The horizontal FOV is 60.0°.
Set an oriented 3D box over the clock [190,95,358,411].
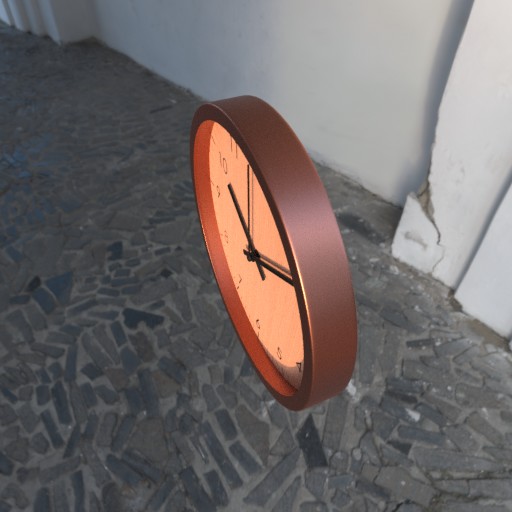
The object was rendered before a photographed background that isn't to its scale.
[{"bbox_3d":[0.000,0.000,0.461,0.040,0.313,0.313,-17,48,-16],"label":"clock"}]
